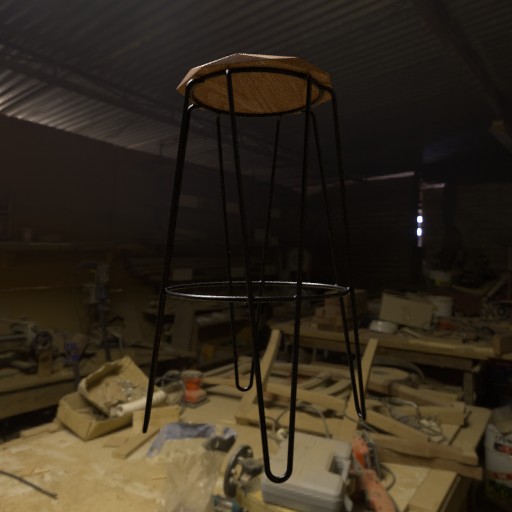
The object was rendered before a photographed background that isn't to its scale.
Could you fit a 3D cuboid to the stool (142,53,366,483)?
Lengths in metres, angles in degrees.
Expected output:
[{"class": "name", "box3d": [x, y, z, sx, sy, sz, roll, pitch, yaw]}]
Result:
[{"class": "stool", "box3d": [0.000, 0.000, 0.792, 0.326, 0.610, 0.326, 1, 1, 37]}]
